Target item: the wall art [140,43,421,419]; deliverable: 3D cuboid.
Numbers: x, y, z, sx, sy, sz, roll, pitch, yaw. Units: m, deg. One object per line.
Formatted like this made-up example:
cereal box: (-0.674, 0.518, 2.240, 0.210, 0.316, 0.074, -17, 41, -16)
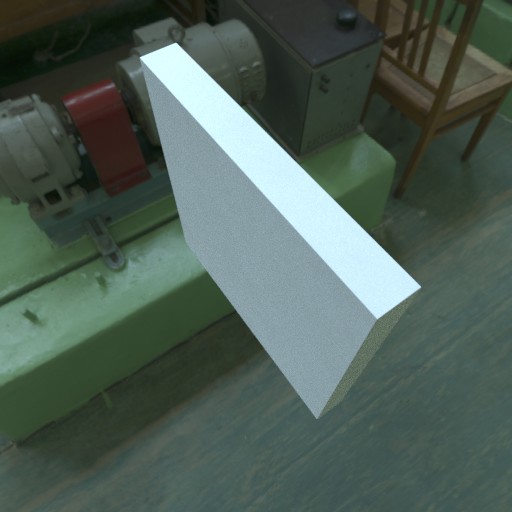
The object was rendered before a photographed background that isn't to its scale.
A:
wall art: (0.000, 0.000, 0.465, 0.038, 0.305, 0.305, -31, 64, -17)
